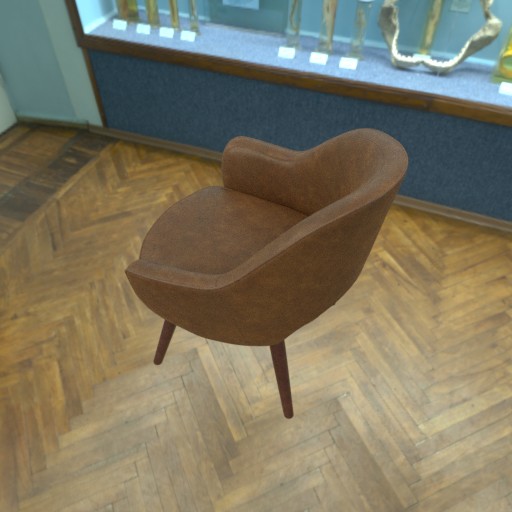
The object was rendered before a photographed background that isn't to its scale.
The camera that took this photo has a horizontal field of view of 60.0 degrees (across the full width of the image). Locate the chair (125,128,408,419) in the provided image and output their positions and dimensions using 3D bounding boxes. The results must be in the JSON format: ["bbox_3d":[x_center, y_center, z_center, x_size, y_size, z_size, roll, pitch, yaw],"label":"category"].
[{"bbox_3d":[0.000,0.000,1.228,0.640,0.777,0.591,17,49,15],"label":"chair"}]
